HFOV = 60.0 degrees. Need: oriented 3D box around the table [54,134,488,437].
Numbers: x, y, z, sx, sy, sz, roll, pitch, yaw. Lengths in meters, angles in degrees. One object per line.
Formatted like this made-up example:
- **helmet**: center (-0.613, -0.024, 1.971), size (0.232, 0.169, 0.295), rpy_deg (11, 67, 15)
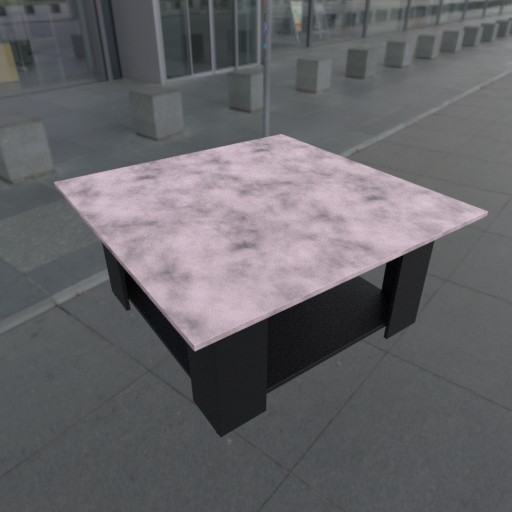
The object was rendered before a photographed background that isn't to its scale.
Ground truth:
- **table**: center (0.000, 0.000, 1.037), size (0.670, 0.305, 0.670), rpy_deg (-20, 37, -30)
